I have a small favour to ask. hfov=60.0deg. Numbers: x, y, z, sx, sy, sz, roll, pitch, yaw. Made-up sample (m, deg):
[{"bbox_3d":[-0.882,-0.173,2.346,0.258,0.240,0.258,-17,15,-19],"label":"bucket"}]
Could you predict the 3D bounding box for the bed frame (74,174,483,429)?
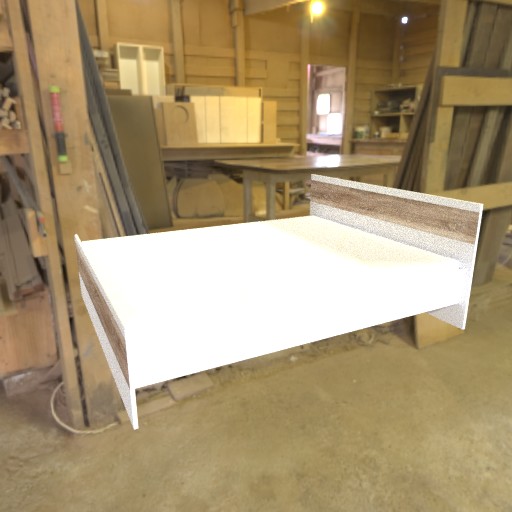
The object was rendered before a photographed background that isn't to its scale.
[{"bbox_3d":[0.000,0.000,2.946,2.060,0.800,1.720,-9,19,-26],"label":"bed frame"}]
